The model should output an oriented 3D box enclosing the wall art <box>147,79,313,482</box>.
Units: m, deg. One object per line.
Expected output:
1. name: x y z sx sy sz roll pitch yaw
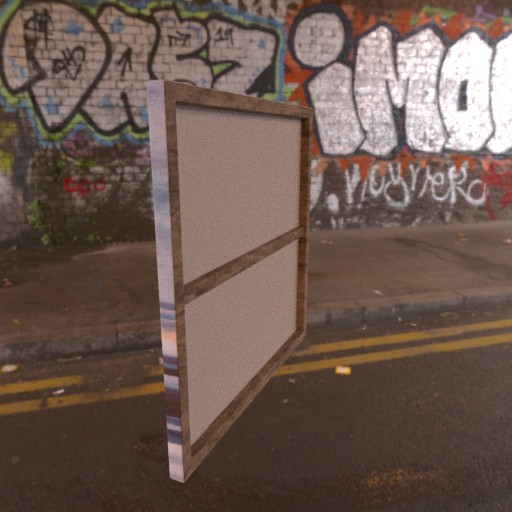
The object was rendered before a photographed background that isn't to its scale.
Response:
1. wall art: 0.000 0.000 1.112 0.035 0.747 0.747 7 16 24
